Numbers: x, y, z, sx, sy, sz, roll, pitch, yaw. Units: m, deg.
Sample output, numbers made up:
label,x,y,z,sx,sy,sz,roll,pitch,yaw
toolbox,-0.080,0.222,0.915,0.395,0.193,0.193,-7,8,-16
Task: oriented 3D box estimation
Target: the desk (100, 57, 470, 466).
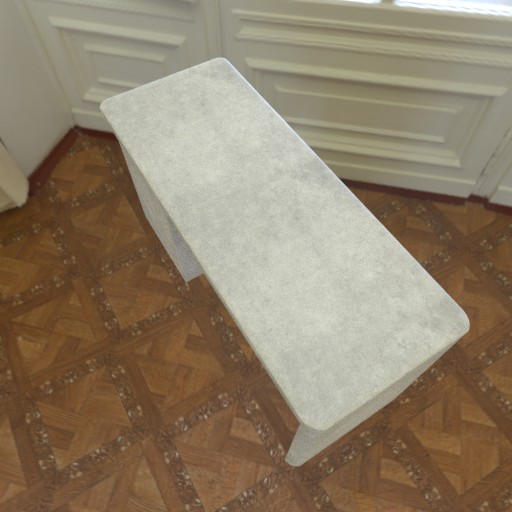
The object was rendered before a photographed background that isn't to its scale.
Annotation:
label,x,y,z,sx,sy,sz,roll,pitch,yaw
desk,0.000,0.000,1.762,0.550,0.755,1.400,-28,63,-16
